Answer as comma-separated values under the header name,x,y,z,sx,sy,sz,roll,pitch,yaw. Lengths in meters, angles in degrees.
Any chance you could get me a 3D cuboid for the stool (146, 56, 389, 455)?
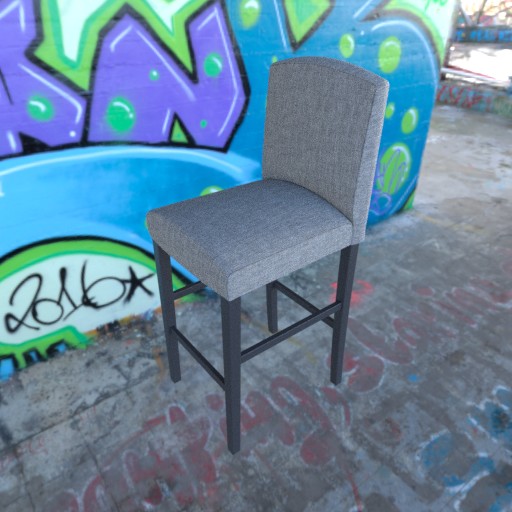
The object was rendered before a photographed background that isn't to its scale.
name,x,y,z,sx,sy,sz,roll,pitch,yaw
stool,0.000,0.000,1.425,0.552,1.138,0.451,-22,37,-32
